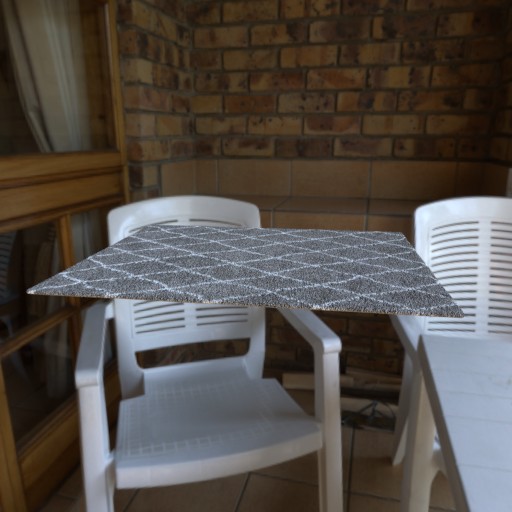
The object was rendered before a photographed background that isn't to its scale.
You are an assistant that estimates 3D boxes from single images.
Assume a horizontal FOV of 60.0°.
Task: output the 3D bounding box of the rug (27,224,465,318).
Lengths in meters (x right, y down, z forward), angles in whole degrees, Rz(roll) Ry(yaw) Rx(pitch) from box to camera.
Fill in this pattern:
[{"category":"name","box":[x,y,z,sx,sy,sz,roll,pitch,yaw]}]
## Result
[{"category":"rug","box":[0.000,0.000,4.173,3.047,0.029,2.438,2,16,8]}]
